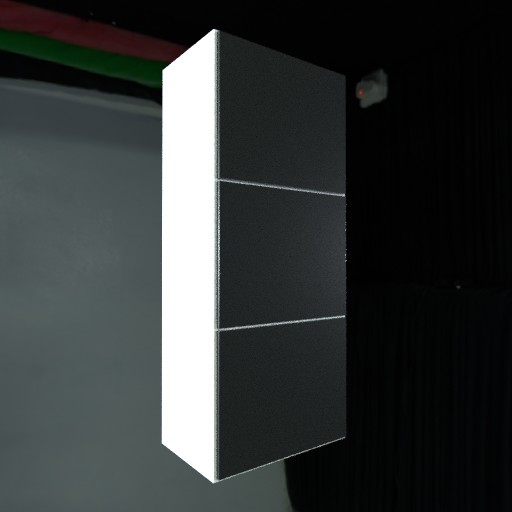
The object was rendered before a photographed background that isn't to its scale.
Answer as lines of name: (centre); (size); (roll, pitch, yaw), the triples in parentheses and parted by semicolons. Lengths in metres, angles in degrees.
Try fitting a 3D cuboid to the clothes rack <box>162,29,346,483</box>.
clothes rack: (0.000, 0.000, 1.430); (0.500, 1.187, 0.330); (0, -1, -37)
